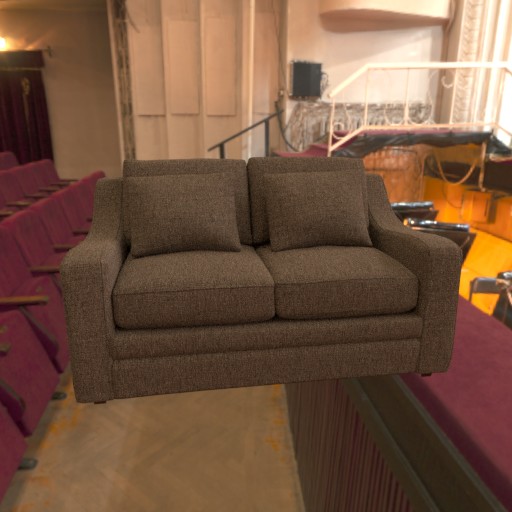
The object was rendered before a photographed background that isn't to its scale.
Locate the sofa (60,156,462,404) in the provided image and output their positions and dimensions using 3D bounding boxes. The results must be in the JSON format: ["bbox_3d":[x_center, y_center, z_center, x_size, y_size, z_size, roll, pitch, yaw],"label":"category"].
[{"bbox_3d":[0.000,0.000,2.370,1.778,0.991,1.120,-2,17,-8],"label":"sofa"}]
